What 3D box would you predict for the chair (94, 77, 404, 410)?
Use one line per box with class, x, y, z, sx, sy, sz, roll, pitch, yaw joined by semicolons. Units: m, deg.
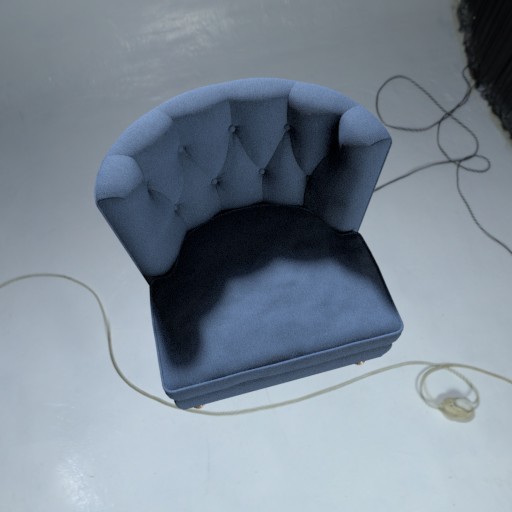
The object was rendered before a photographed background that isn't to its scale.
chair;0.000;0.000;1.358;0.740;0.771;0.718;-13;65;-6
